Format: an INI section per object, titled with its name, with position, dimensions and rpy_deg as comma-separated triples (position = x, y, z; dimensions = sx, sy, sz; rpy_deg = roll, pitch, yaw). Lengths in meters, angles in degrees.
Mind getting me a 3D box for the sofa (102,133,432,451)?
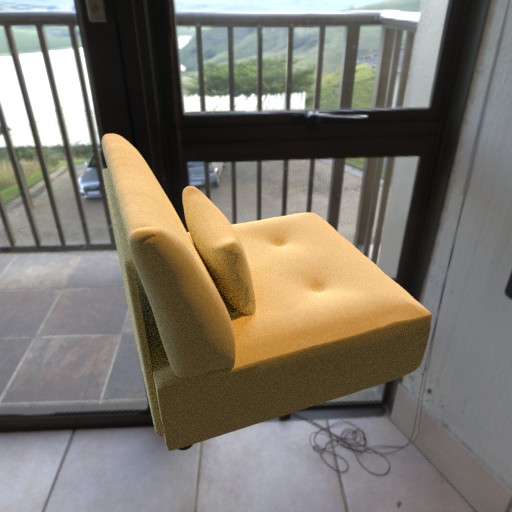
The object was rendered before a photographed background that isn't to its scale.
[sofa]
position = 0.000, 0.000, 1.728
dimensions = 1.000, 0.820, 0.930
rpy_deg = -11, 33, -18
